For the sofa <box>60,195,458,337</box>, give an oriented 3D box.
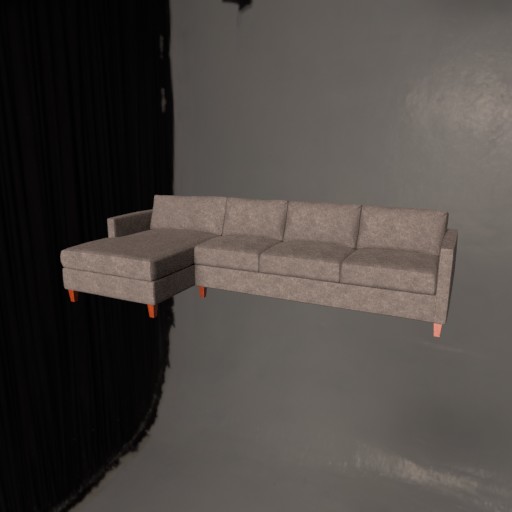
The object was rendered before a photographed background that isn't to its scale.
[{"bbox_3d":[0.000,0.000,4.253,3.471,0.954,1.606,7,15,25],"label":"sofa"}]
